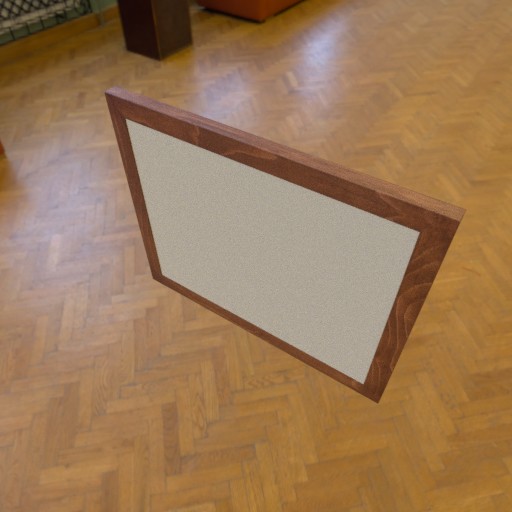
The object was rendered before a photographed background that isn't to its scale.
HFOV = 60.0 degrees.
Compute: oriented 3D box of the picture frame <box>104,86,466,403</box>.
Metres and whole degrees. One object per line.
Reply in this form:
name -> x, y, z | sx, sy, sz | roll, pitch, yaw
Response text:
picture frame -> 0.000, 0.000, 0.772 | 0.559, 0.457, 0.025 | 25, 52, 22
